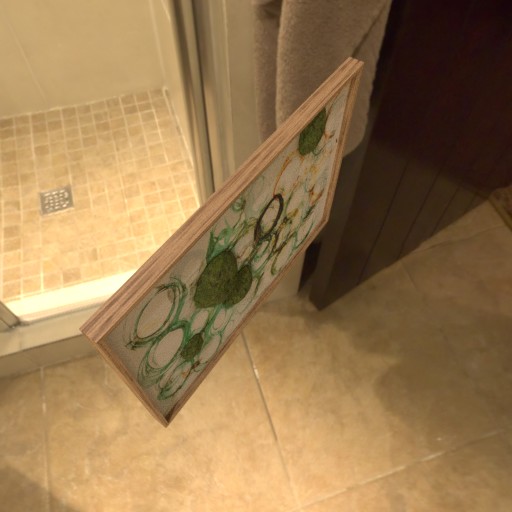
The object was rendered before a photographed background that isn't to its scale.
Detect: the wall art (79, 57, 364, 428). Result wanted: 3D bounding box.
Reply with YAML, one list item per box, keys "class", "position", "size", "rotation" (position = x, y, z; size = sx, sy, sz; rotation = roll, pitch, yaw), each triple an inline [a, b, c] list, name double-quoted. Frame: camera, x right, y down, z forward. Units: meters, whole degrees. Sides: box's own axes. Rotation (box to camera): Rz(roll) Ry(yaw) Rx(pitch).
- class: "wall art"
  position: [0.000, 0.000, 1.103]
  size: [0.063, 0.609, 0.841]
  rotation: [31, 63, 18]
